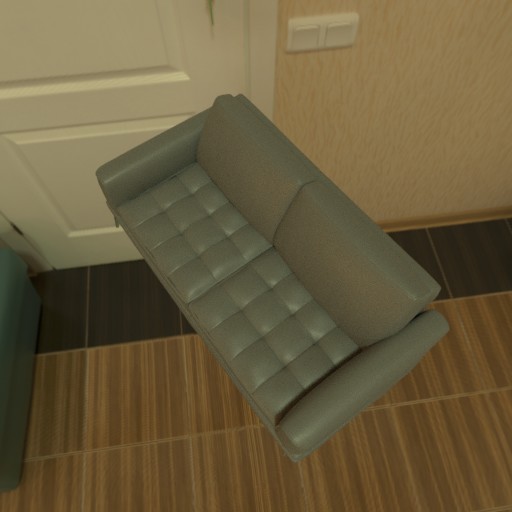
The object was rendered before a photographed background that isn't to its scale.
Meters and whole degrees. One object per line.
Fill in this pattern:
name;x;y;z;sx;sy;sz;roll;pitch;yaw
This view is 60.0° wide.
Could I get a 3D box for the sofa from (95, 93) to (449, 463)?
sofa;0.000;0.000;2.763;1.121;0.930;2.177;-34;67;-16
